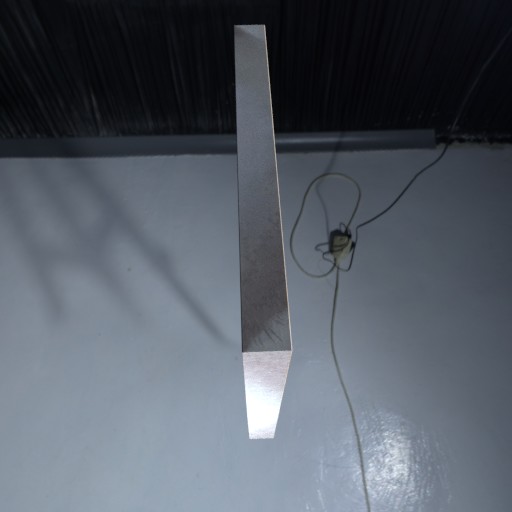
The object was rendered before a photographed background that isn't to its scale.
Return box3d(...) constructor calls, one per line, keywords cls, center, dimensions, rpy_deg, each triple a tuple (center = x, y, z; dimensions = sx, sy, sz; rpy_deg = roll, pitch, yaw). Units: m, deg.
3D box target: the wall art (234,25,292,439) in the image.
box3d(cls="wall art", center=(0.000, 0.000, 0.451), dimensions=(0.028, 0.303, 0.303), rpy_deg=(-2, 59, -1))
